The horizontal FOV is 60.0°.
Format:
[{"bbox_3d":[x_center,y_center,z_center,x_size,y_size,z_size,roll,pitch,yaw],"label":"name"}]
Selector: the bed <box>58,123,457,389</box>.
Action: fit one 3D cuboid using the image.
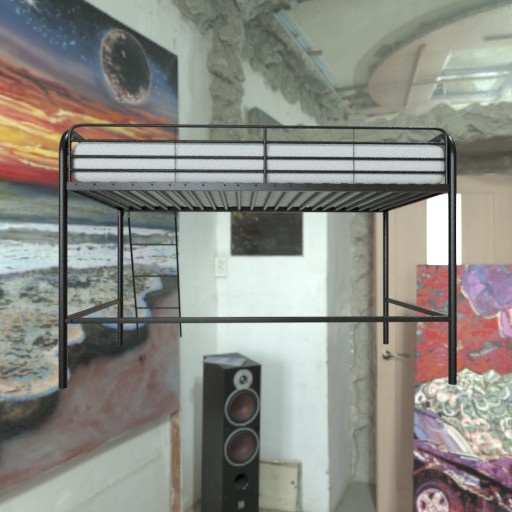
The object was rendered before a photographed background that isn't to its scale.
[{"bbox_3d":[0.000,0.000,2.866,1.968,1.289,1.393,0,0,-2],"label":"bed"}]
